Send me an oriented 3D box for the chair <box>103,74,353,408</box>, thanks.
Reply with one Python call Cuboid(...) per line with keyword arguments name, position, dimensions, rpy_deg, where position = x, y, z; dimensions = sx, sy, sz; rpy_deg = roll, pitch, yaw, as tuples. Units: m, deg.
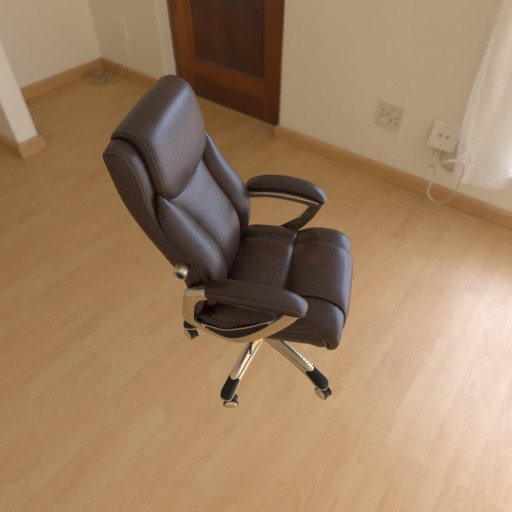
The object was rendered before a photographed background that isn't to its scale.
Cuboid(name="chair", position=(0.000, 0.000, 1.679), dimensions=(0.749, 1.194, 0.692), rpy_deg=(9, 46, 9))
